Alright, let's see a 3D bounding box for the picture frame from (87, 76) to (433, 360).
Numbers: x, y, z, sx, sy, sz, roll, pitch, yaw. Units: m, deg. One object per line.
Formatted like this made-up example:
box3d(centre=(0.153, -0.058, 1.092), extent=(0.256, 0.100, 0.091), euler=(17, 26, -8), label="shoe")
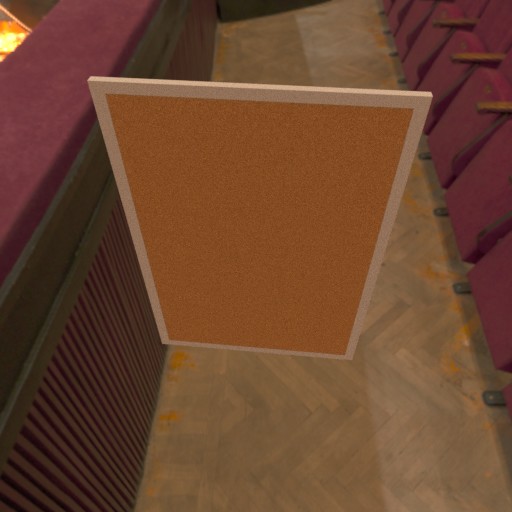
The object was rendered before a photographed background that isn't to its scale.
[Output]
box3d(centre=(0.000, 0.000, 0.827), extent=(0.457, 0.657, 0.013), euler=(4, 47, 4), label="picture frame")
